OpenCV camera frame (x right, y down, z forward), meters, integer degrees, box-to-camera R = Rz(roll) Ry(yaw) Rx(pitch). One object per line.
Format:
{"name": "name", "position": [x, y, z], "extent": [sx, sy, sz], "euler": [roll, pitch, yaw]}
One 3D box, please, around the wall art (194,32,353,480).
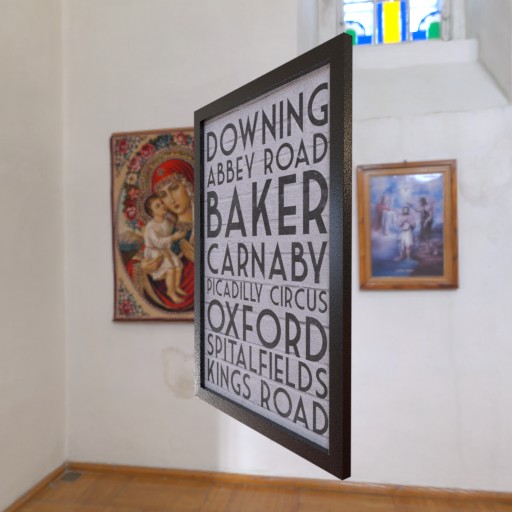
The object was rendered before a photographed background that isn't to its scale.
{"name": "wall art", "position": [0.000, 0.000, 0.553], "extent": [0.013, 0.432, 0.304], "euler": [-1, 1, -36]}
